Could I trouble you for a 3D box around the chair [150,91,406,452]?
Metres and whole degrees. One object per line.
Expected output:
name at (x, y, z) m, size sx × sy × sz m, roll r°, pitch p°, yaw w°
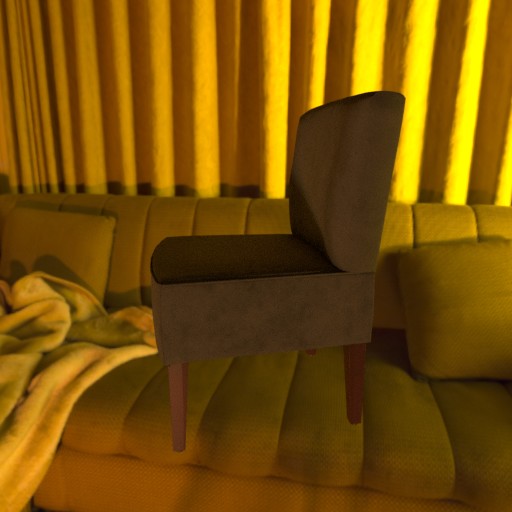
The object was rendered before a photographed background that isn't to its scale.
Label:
chair at (0.000, 0.000, 1.188) m, size 0.554 × 0.806 × 0.521 m, roll -2°, pitch 14°, yaw -9°
